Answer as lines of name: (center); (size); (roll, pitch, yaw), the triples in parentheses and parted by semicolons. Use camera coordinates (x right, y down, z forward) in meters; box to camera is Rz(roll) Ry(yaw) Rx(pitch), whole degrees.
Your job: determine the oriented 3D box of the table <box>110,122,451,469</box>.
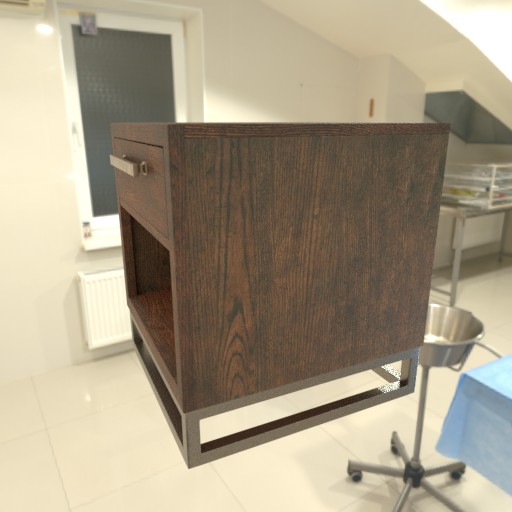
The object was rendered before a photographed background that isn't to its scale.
table: (0.000, 0.000, 1.012); (0.566, 0.582, 0.506); (-8, 19, -25)
